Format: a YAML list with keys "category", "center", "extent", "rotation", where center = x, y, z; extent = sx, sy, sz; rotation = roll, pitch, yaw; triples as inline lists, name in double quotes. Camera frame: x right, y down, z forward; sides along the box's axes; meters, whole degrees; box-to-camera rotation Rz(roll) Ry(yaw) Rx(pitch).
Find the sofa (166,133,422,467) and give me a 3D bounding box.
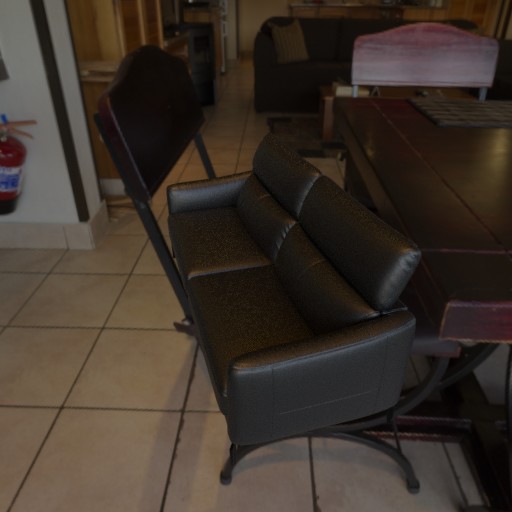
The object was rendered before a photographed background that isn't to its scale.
- category: "sofa"
  center: [0.000, 0.000, 2.622]
  extent: [0.856, 0.957, 2.069]
  rotation: [-9, 31, -14]
